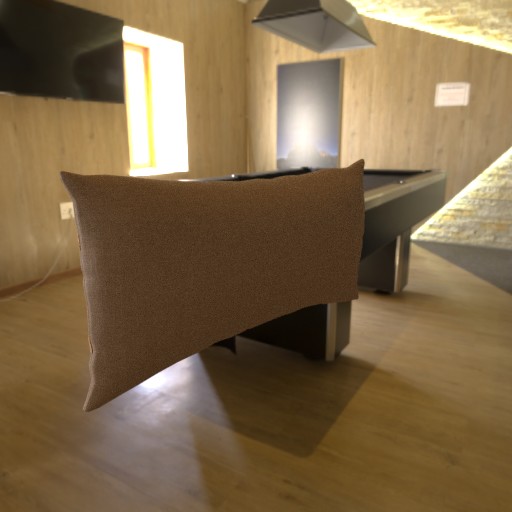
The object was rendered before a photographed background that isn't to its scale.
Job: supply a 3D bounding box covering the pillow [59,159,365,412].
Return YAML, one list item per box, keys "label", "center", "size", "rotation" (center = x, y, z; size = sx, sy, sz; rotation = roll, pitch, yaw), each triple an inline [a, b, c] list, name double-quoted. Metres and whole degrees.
- label: "pillow"
  center: [0.000, 0.000, 0.735]
  size: [0.612, 0.308, 0.148]
  rotation: [-14, 20, -41]
